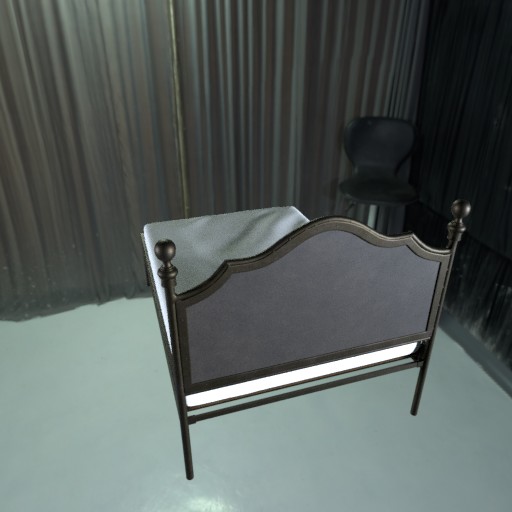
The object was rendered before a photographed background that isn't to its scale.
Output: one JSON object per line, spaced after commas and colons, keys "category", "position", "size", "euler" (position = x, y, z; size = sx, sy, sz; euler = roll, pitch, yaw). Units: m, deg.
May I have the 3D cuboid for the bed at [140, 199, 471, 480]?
{"category": "bed", "position": [0.000, 0.000, 3.179], "size": [1.533, 1.462, 2.170], "euler": [-9, 29, -16]}
